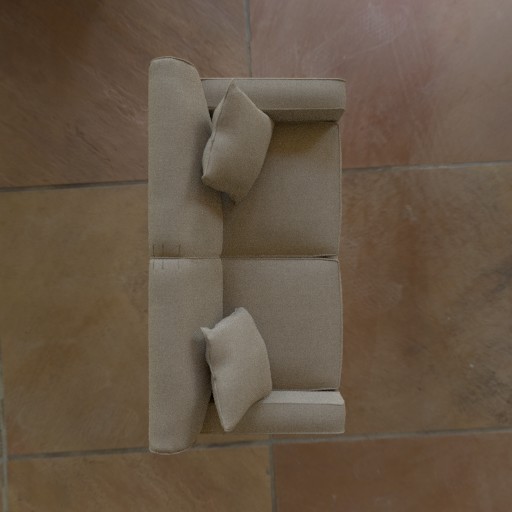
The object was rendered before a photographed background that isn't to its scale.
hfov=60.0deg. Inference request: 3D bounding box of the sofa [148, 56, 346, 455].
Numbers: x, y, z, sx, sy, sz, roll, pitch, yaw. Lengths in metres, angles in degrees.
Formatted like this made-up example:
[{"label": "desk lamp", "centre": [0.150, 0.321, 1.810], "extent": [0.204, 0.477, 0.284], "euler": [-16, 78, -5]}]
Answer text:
[{"label": "sofa", "centre": [0.000, 0.000, 2.440], "extent": [0.998, 0.958, 1.846], "euler": [0, 90, 0]}]
